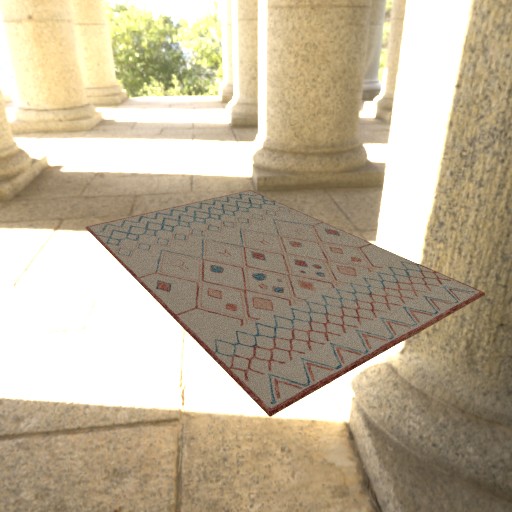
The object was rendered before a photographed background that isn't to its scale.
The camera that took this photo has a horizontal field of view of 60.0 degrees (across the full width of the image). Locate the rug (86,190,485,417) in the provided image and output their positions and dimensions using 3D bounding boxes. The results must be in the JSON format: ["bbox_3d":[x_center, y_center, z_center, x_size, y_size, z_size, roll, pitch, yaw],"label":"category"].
[{"bbox_3d":[0.000,0.000,2.331,1.219,0.016,1.829,-18,31,-32],"label":"rug"}]
